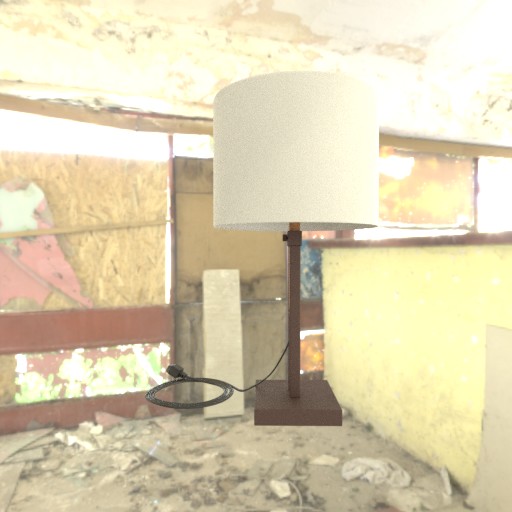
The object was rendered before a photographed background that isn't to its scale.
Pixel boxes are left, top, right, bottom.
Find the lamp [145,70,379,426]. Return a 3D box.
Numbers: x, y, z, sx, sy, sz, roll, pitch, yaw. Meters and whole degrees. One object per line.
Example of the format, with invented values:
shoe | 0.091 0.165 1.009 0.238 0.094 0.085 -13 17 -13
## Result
lamp | 0.000 0.000 0.995 0.525 0.668 0.396 0 1 1
